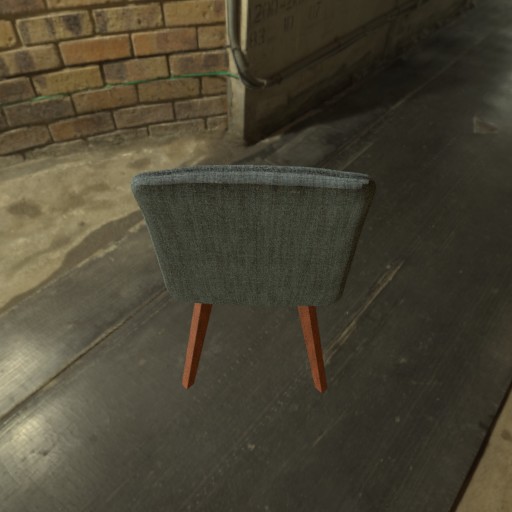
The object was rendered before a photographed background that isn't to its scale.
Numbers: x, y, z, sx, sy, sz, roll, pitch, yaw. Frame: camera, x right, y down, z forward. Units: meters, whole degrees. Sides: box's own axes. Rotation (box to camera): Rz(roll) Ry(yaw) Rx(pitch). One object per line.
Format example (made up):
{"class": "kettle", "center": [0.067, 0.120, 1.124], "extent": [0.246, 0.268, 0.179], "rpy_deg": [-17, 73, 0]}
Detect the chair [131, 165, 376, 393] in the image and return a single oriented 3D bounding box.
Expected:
{"class": "chair", "center": [0.000, 0.000, 1.338], "extent": [0.522, 0.974, 0.563], "rpy_deg": [1, 47, 1]}
